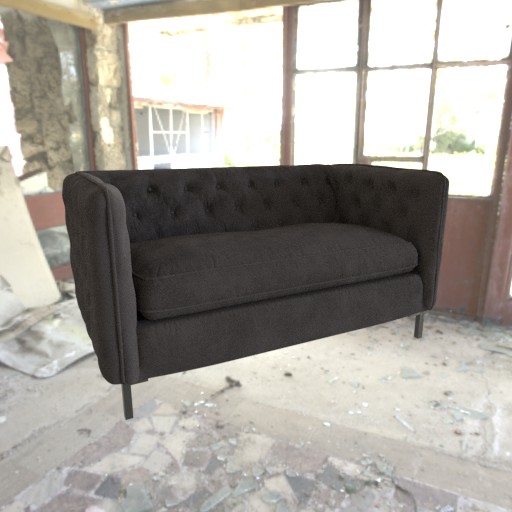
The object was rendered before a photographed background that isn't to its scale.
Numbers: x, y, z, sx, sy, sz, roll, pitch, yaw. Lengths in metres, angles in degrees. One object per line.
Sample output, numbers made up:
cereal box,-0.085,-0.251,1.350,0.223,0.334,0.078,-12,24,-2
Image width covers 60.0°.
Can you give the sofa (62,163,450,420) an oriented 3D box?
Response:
sofa,0.000,0.000,2.108,1.583,0.810,0.909,-8,17,-26
